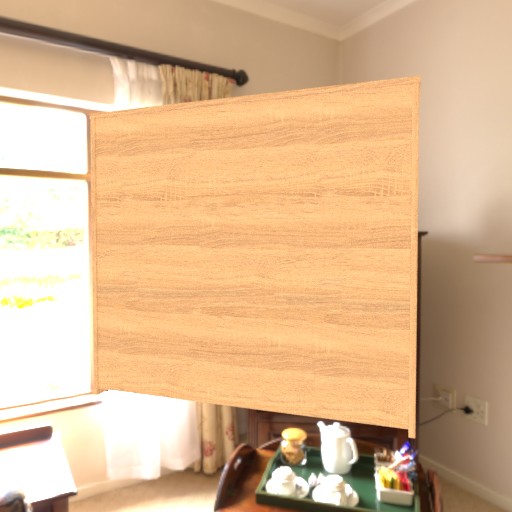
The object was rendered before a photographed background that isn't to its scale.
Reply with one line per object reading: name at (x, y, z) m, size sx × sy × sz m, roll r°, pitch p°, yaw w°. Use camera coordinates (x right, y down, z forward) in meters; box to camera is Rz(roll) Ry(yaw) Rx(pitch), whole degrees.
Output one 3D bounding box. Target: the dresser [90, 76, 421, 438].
dresser at (0.000, 0.000, 1.432) m, size 0.980 × 0.900 × 0.380 m, roll 1°, pitch 2°, yaw 19°
